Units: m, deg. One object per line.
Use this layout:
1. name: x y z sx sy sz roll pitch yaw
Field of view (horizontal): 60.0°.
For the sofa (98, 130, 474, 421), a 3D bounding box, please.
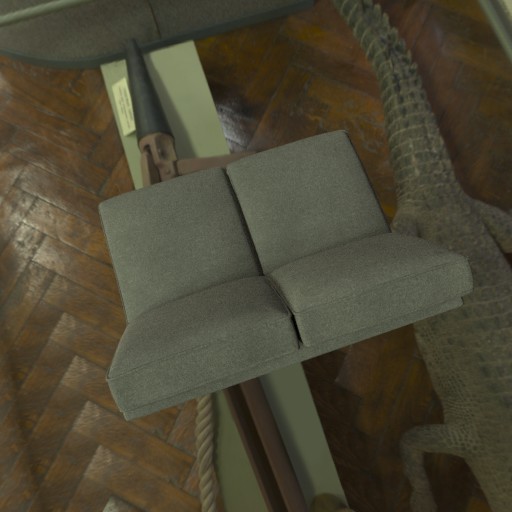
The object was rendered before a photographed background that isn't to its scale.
1. sofa: 0.000 0.000 1.922 1.237 1.008 0.951 -18 76 -4
